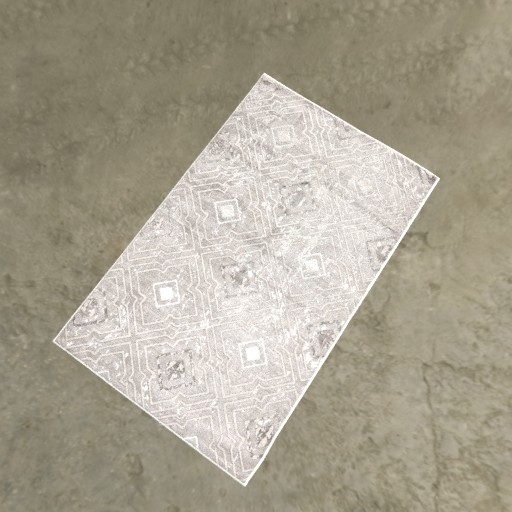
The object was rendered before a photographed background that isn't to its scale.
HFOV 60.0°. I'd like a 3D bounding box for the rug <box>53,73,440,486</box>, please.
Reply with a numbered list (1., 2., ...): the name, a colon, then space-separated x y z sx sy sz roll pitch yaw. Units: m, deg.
1. rug: 0.000 0.000 3.027 1.537 0.036 2.447 34 78 8
